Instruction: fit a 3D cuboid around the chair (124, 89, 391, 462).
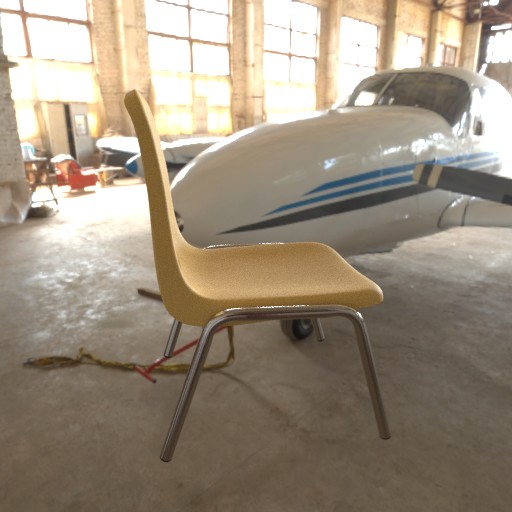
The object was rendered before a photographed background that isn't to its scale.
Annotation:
[{"bbox_3d":[0.000,0.000,0.769,0.385,0.536,0.354,-3,17,-10],"label":"chair"}]
